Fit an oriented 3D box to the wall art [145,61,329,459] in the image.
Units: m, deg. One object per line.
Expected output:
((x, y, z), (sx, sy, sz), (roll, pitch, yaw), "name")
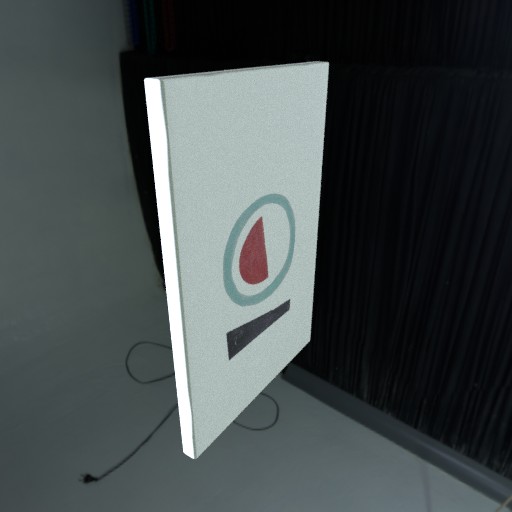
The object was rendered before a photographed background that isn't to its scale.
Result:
((0.000, 0.000, 1.154), (0.048, 0.902, 0.602), (18, 32, 31), "wall art")
